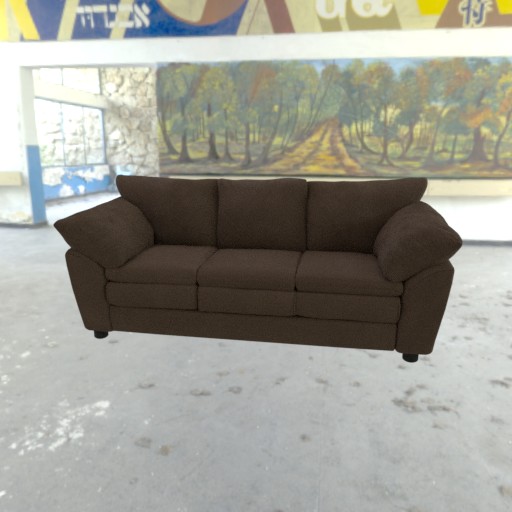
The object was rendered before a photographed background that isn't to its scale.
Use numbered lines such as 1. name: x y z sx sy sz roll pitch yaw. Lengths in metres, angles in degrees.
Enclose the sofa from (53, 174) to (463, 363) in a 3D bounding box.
1. sofa: 0.000 0.000 2.915 2.336 1.015 0.878 2 13 10
